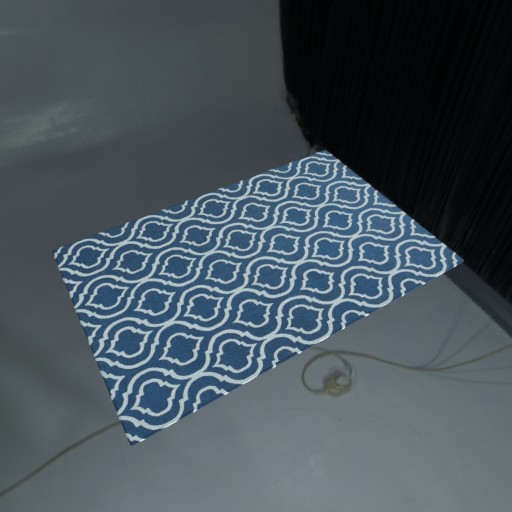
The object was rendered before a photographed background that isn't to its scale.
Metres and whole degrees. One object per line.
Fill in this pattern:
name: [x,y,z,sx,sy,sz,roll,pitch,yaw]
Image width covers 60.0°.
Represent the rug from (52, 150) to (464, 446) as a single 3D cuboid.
rug: [0.000,0.000,2.245,1.753,0.010,1.143,-24,52,-21]
